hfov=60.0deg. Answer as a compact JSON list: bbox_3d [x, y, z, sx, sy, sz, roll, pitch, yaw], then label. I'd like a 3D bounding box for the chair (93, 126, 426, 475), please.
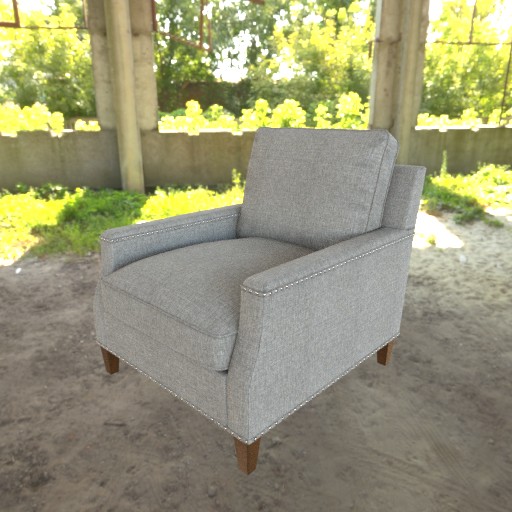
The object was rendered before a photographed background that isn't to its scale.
[{"bbox_3d":[0.000,0.000,1.709,0.853,0.943,1.014,16,23,41],"label":"chair"}]
